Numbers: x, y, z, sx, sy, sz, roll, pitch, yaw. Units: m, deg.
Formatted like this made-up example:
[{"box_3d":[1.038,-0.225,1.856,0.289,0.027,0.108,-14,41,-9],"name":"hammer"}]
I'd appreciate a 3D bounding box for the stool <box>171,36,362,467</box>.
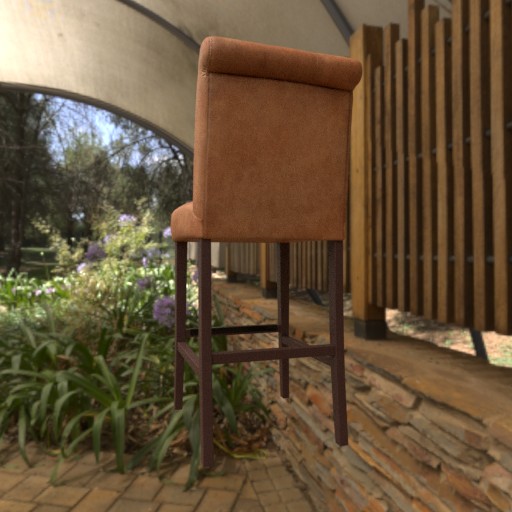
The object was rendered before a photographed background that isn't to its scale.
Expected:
[{"box_3d":[0.000,0.000,1.457,0.493,1.140,0.601,0,0,-19],"name":"stool"}]
